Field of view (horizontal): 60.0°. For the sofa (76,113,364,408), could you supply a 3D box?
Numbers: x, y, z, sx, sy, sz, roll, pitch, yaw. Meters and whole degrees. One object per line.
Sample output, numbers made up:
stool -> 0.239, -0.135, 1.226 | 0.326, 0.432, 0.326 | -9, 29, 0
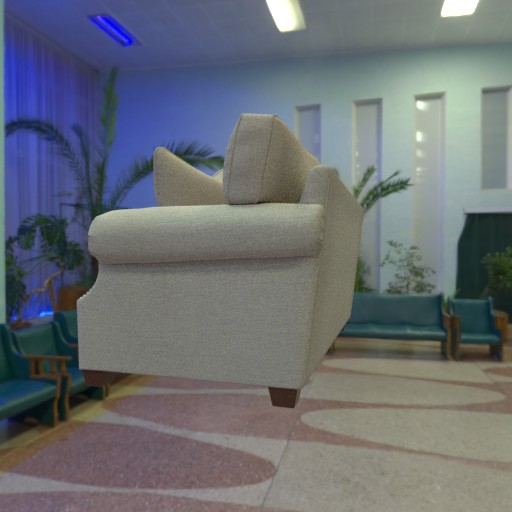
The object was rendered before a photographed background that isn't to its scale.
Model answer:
sofa -> 0.000, 0.000, 2.251 | 0.966, 0.966, 1.701 | 0, 1, 17
